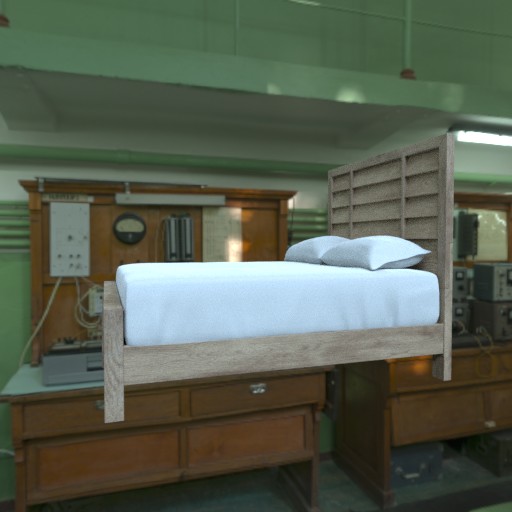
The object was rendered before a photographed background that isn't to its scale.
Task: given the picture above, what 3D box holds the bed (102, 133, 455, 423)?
[{"bbox_3d":[0.000,0.000,3.339,2.197,1.626,1.626,-1,2,-19],"label":"bed"}]
